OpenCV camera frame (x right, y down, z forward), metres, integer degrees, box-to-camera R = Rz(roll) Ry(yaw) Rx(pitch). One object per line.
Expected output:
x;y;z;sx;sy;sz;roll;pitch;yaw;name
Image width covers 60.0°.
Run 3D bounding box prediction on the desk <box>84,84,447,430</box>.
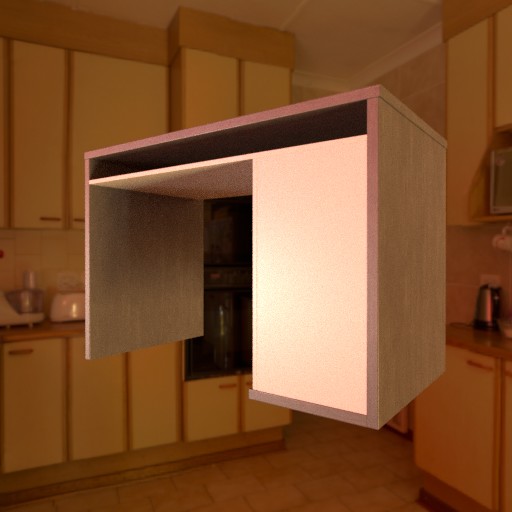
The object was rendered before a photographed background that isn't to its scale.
0.000;0.000;1.523;1.100;0.750;0.600;0;0;36;desk
